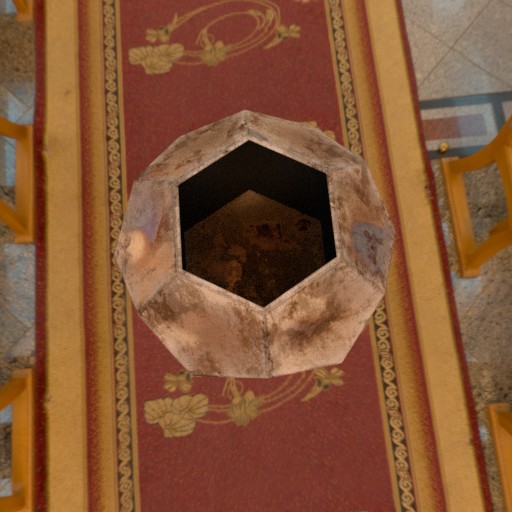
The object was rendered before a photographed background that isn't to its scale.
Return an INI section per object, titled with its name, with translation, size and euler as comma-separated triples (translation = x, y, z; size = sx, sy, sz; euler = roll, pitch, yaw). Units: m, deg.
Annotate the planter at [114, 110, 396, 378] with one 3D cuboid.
[planter]
translation = 0.000, 0.000, 0.430
size = 0.243, 0.238, 0.221
euler = -5, 78, -1
